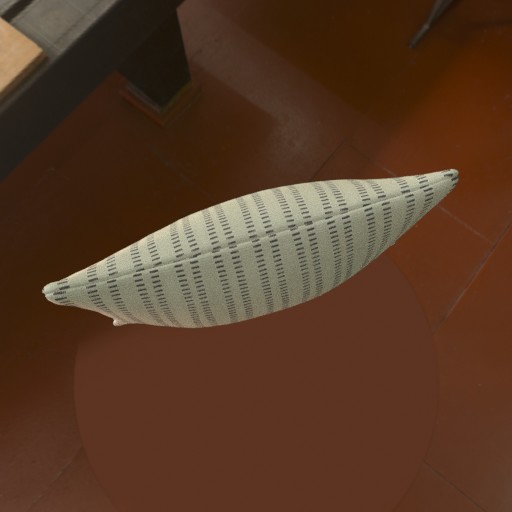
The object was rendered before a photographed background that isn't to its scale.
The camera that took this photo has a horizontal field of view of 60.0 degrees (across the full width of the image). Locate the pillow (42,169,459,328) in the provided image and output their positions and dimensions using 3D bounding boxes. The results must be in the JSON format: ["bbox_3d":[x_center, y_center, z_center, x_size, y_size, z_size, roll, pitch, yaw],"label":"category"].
[{"bbox_3d":[0.000,0.000,0.808,0.640,0.353,0.210,-16,77,-4],"label":"pillow"}]
